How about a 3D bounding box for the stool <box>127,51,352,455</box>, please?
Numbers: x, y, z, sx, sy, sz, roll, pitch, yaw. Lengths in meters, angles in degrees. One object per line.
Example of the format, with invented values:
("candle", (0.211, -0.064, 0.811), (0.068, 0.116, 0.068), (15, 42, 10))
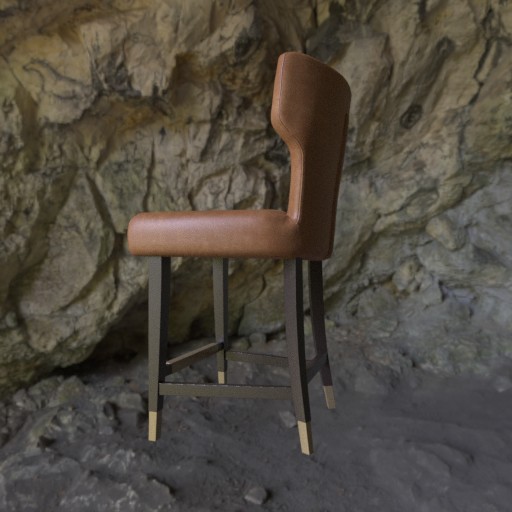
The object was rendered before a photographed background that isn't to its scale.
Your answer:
("stool", (0.000, 0.000, 1.335), (0.563, 0.982, 0.526), (0, -1, 19))
